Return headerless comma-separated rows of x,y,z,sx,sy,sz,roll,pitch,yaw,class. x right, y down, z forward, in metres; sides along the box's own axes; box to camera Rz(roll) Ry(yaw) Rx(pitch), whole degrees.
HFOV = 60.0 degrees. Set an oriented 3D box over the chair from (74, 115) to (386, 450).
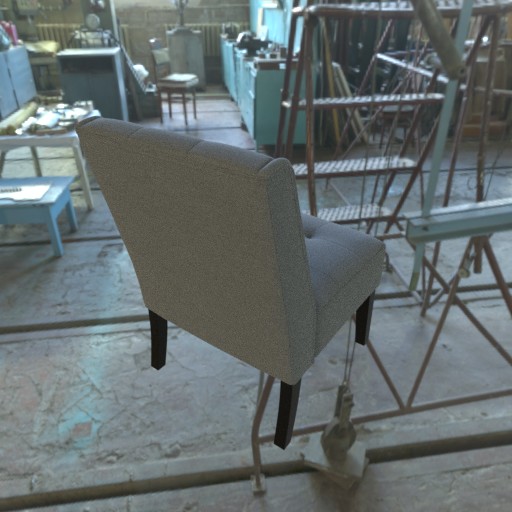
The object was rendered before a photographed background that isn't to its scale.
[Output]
0.000,0.000,1.312,0.569,0.853,0.676,21,36,31,chair
